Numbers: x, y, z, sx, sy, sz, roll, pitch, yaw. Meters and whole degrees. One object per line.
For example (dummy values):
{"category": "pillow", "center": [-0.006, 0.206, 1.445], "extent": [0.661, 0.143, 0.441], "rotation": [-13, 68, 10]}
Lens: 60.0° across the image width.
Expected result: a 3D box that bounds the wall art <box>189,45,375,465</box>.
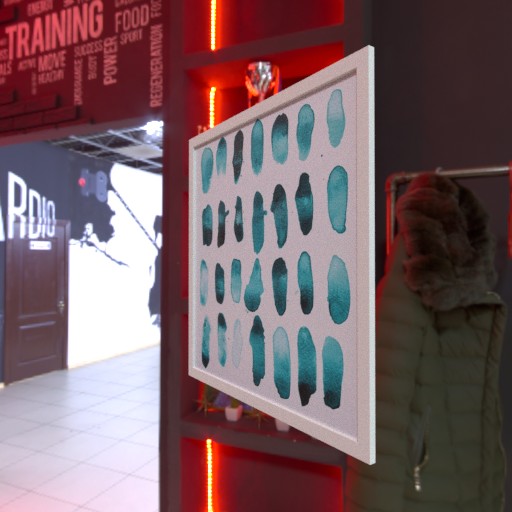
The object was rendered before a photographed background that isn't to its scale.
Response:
{"category": "wall art", "center": [0.000, 0.000, 0.674], "extent": [0.009, 0.457, 0.456], "rotation": [0, -1, -34]}
